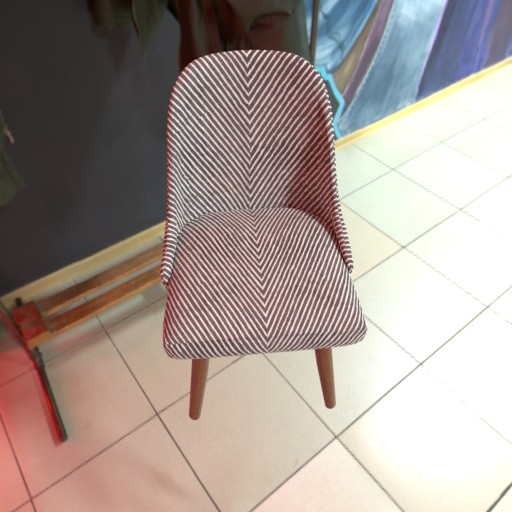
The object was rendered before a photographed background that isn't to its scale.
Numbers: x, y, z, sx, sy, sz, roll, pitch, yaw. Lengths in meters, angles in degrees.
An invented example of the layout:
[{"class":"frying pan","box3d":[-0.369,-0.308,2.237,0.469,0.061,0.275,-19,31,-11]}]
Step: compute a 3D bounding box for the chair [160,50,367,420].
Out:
[{"class":"chair","box3d":[0.000,0.000,1.226,0.504,0.883,0.591,-4,47,-3]}]
